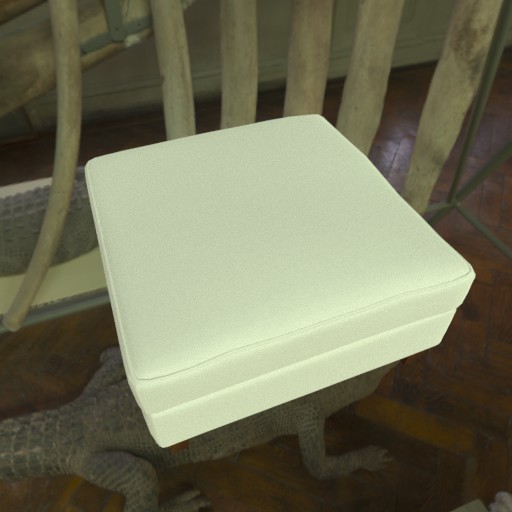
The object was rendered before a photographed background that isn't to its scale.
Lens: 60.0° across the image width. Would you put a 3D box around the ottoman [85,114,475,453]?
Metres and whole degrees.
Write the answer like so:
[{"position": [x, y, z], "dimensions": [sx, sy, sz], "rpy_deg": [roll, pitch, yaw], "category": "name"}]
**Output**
[{"position": [0.000, 0.000, 1.336], "dimensions": [0.838, 0.479, 0.838], "rpy_deg": [-16, 48, -15], "category": "ottoman"}]
